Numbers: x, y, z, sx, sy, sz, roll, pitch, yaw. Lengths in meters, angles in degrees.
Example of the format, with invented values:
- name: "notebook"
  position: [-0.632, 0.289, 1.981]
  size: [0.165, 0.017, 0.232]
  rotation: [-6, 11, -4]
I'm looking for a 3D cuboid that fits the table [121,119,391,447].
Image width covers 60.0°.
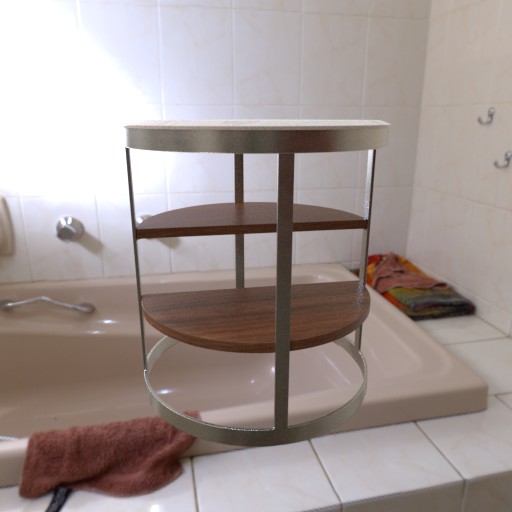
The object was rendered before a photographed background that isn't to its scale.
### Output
- name: "table"
  position: [0.000, 0.000, 0.760]
  size: [0.407, 0.447, 0.407]
  rotation: [0, 17, 0]
